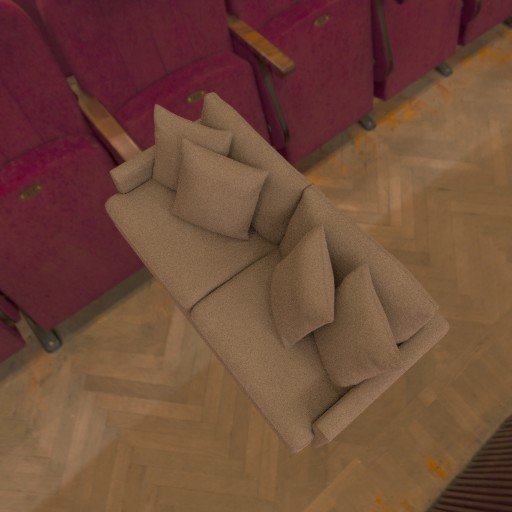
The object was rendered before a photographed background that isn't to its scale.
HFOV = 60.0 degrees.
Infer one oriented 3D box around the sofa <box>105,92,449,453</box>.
[{"bbox_3d":[0.000,0.000,3.073,1.228,1.084,2.380,-36,69,-16],"label":"sofa"}]
